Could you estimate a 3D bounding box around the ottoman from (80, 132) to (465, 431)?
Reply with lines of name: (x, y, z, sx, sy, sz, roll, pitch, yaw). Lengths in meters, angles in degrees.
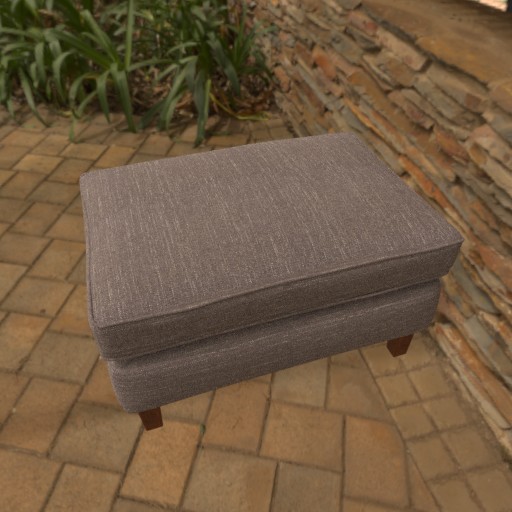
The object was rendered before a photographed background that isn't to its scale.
ottoman: (0.000, 0.000, 0.991, 0.686, 0.406, 0.508, -12, 43, -14)
